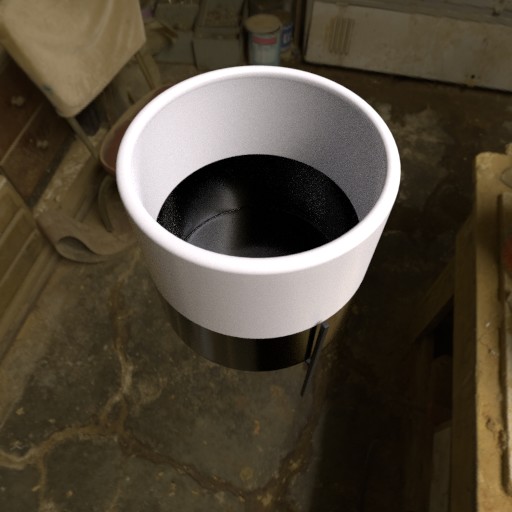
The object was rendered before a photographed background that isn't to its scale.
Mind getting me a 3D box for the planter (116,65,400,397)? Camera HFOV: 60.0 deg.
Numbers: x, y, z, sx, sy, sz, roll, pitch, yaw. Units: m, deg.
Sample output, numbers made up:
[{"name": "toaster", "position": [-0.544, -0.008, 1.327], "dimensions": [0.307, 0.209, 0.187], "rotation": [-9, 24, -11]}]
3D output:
[{"name": "planter", "position": [0.000, 0.000, 0.653], "dimensions": [0.310, 0.432, 0.310], "rotation": [13, 58, 8]}]
